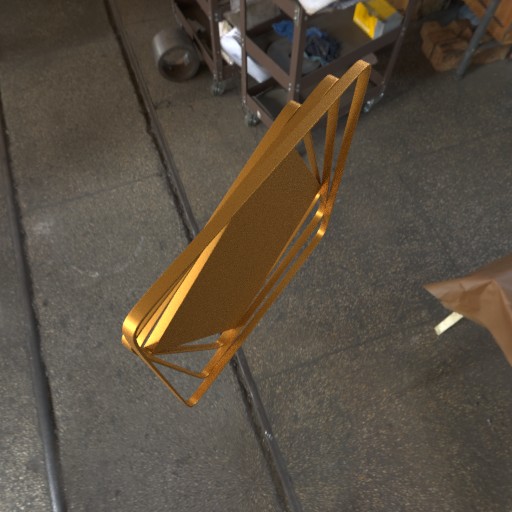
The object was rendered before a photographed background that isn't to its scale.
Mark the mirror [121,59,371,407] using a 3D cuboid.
[{"bbox_3d":[0.000,0.000,0.700,0.045,0.468,0.470,33,68,16],"label":"mirror"}]
